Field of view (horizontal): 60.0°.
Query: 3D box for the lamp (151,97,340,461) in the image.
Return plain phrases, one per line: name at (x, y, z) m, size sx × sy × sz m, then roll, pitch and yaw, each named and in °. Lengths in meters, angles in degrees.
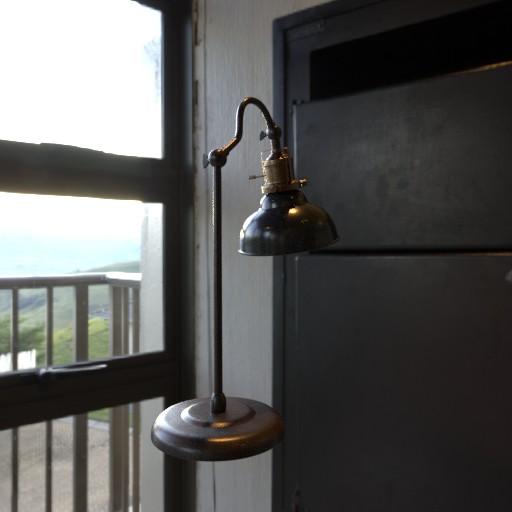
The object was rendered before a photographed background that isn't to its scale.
lamp at (0.000, 0.000, 0.716) m, size 0.192 × 0.508 × 0.374 m, roll 0°, pitch 0°, yaw 37°
